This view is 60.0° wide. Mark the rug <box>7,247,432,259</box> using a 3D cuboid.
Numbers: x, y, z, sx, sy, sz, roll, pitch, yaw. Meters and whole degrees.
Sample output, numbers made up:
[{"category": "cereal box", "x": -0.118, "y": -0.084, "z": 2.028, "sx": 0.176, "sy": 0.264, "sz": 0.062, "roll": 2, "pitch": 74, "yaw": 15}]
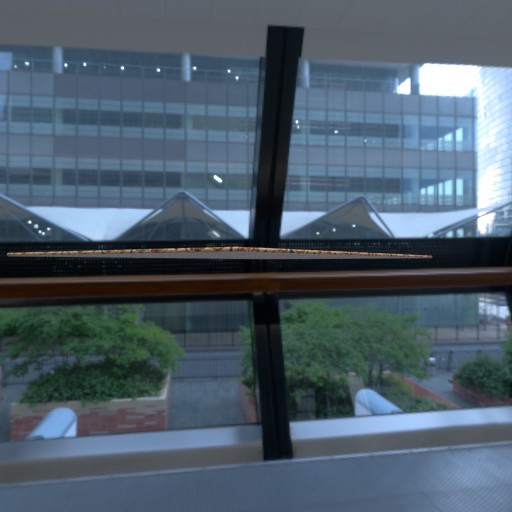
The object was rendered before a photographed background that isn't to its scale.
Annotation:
[{"category": "rug", "x": 0.000, "y": 0.000, "z": 2.220, "sx": 1.226, "sy": 0.013, "sz": 1.838, "roll": -1, "pitch": -1, "yaw": 36}]
